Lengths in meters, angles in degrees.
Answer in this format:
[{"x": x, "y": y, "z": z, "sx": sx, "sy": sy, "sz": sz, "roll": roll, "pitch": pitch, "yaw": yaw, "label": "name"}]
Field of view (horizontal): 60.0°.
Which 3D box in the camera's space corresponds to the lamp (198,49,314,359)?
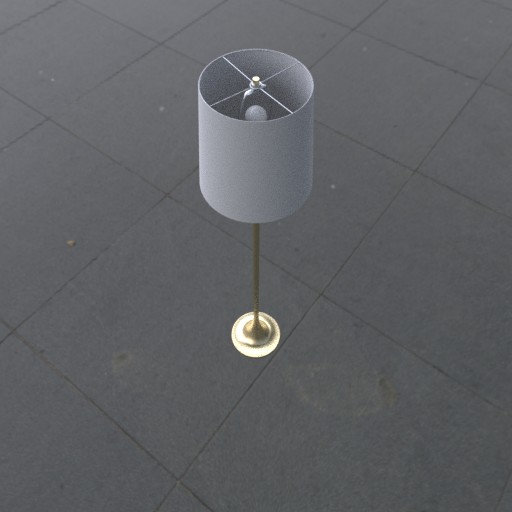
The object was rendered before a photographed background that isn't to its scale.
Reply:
[{"x": 0.000, "y": 0.000, "z": 1.691, "sx": 0.337, "sy": 1.543, "sz": 0.337, "roll": 0, "pitch": 57, "yaw": 0, "label": "lamp"}]
